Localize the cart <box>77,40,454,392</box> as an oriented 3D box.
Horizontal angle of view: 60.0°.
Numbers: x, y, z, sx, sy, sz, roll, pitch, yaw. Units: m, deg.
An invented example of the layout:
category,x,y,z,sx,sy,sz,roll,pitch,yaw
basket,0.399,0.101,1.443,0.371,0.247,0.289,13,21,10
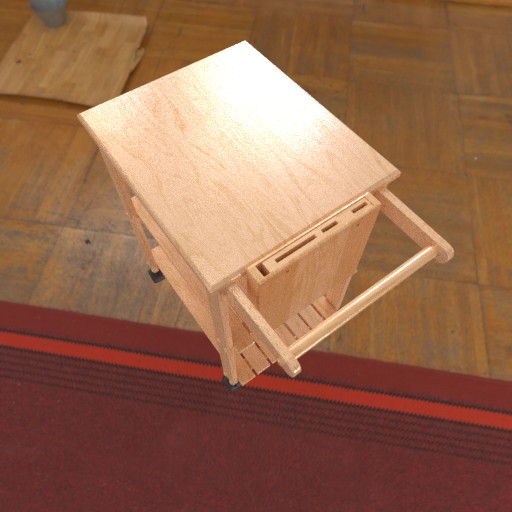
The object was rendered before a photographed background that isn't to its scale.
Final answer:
category,x,y,z,sx,sy,sz,roll,pitch,yaw
cart,0.000,0.000,1.359,0.520,0.816,0.843,-32,64,-18
